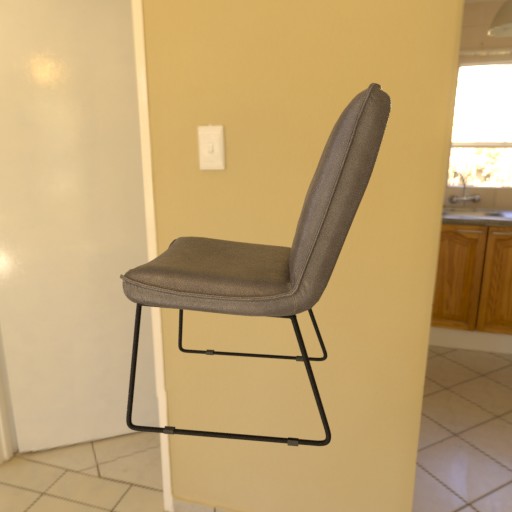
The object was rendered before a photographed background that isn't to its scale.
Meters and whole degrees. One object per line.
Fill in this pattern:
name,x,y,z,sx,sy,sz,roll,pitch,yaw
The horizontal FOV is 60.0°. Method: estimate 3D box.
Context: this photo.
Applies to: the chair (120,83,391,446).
chair,0.000,0.000,1.358,0.688,0.932,0.515,2,14,7
